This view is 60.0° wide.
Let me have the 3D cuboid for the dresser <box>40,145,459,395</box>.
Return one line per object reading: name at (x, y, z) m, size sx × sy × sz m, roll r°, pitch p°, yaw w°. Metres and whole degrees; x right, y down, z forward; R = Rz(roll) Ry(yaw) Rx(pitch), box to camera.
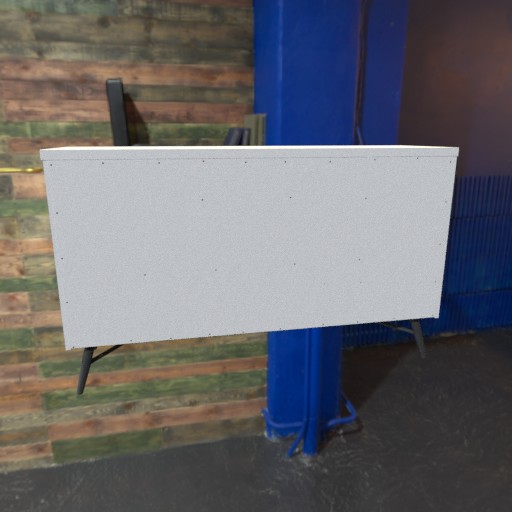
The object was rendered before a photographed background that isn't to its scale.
dresser at (0.000, 0.000, 1.916) m, size 1.524 × 0.914 × 0.457 m, roll -3°, pitch 15°, yaw -11°
